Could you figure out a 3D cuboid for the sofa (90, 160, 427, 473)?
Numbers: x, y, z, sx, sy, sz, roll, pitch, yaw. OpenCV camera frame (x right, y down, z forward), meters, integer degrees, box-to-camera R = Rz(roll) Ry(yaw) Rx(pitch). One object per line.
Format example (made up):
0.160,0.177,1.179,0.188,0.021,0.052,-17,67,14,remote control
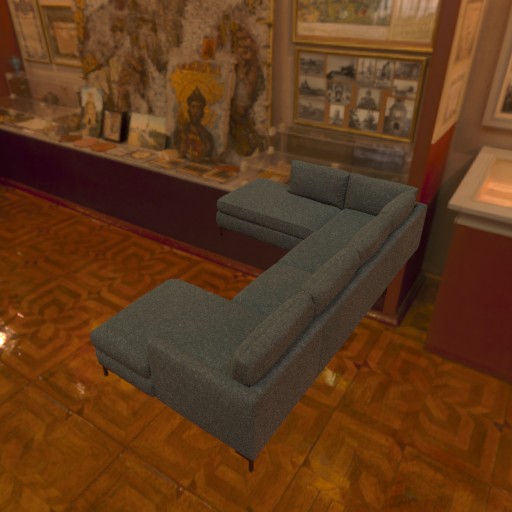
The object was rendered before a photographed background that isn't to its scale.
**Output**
0.000,0.000,3.839,2.007,0.813,2.956,20,37,29,sofa
